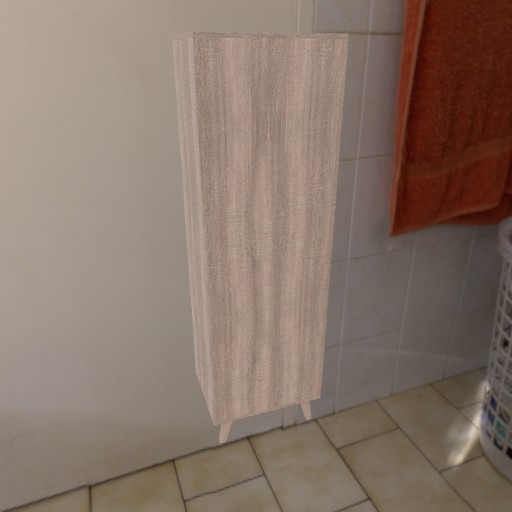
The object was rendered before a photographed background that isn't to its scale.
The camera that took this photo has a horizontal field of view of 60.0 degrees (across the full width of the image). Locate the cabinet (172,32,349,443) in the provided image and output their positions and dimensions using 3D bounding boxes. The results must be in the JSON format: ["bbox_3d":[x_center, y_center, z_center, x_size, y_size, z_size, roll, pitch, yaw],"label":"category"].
[{"bbox_3d":[0.000,0.000,2.072,0.570,1.850,0.400,-8,26,-17],"label":"cabinet"}]
